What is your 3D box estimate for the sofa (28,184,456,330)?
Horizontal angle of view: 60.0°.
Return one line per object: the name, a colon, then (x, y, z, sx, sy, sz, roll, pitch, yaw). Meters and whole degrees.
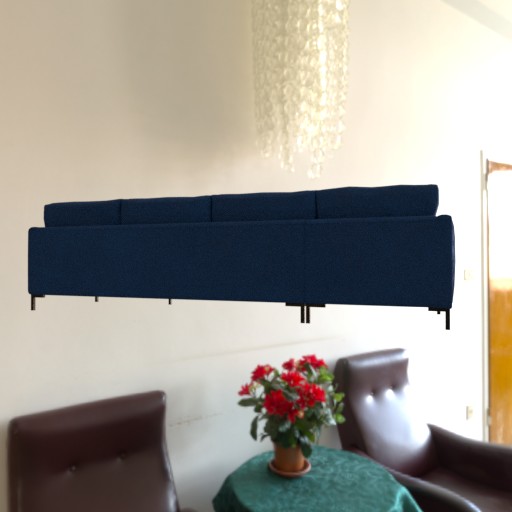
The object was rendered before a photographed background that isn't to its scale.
sofa: (0.000, 0.000, 3.166, 2.486, 0.687, 1.707, 0, -1, 19)
